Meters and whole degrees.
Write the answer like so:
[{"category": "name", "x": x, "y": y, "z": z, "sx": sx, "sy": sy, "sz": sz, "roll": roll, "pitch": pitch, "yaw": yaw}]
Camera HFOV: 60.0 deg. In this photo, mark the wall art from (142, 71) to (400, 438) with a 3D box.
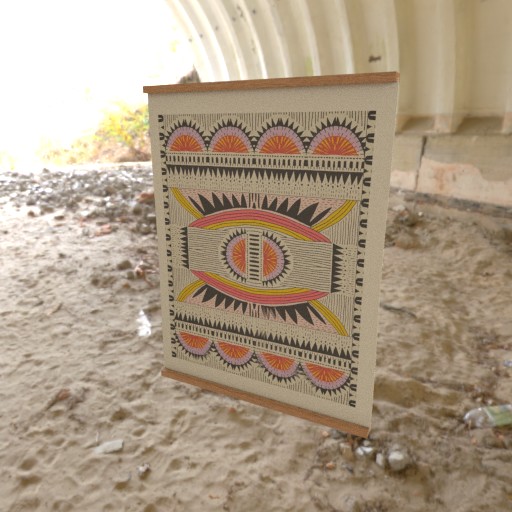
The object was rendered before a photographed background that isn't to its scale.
[{"category": "wall art", "x": 0.000, "y": 0.000, "z": 0.713, "sx": 0.403, "sy": 0.527, "sz": 0.028, "roll": 8, "pitch": 18, "yaw": 26}]
